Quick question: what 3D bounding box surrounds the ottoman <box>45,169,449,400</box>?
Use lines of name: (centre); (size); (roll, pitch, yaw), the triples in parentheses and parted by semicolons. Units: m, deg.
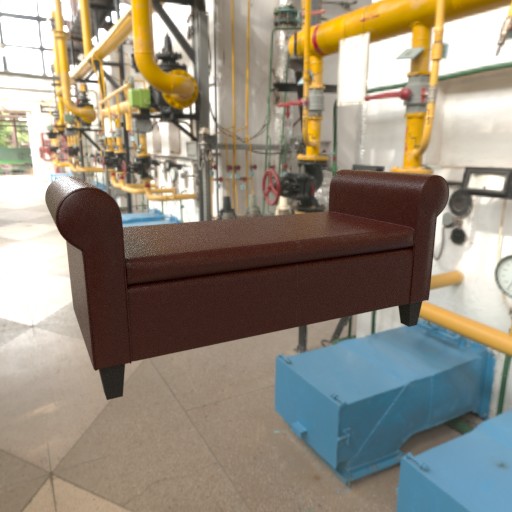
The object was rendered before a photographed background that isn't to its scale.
ottoman: (0.000, 0.000, 1.525); (1.256, 0.547, 0.521); (-7, 15, -26)
